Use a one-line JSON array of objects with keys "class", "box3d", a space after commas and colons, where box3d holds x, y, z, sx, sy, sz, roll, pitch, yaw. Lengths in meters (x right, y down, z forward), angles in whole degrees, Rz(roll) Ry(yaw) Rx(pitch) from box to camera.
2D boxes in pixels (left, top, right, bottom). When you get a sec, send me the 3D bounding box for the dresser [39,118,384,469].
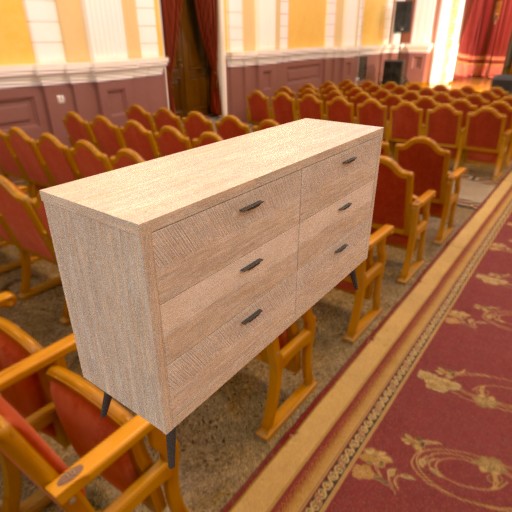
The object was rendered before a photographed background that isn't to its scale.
[{"class": "dresser", "box3d": [0.000, 0.000, 1.934, 0.457, 0.914, 1.524, 18, 32, 32]}]
